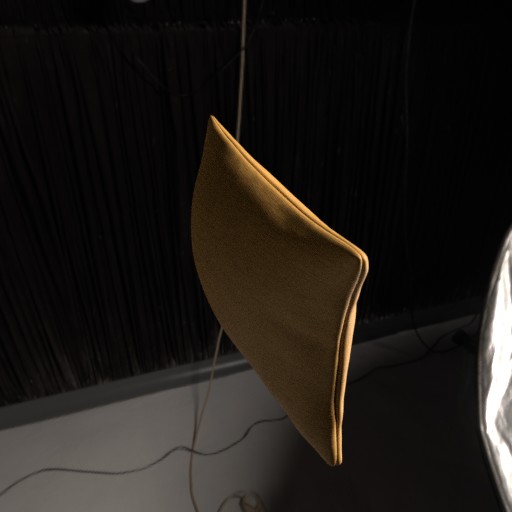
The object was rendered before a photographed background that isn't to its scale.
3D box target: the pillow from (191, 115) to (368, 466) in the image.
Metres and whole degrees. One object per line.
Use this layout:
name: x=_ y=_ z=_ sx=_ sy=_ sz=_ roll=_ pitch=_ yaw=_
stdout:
pillow: x=0.000 y=0.000 z=0.795 sx=0.210 sy=0.354 sz=0.634 roll=-10 pitch=32 yaw=-17
